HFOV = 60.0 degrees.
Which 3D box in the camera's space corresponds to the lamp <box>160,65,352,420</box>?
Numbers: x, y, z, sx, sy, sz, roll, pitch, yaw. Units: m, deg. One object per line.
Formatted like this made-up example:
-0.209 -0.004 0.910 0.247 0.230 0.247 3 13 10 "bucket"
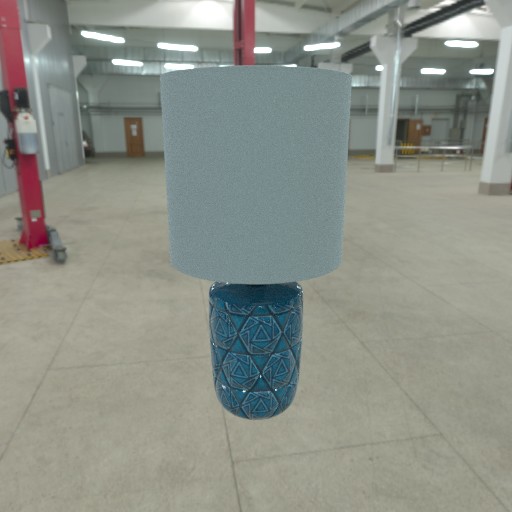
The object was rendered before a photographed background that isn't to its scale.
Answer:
0.000 0.000 0.505 0.193 0.377 0.193 15 22 42 "lamp"
